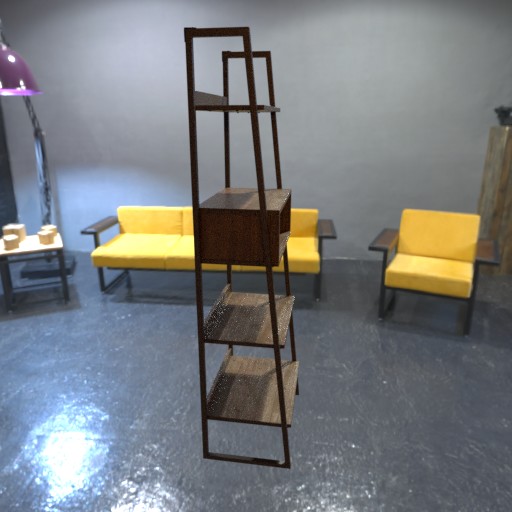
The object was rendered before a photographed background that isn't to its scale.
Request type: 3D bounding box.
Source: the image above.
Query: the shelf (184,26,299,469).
[{"bbox_3d":[0.000,0.000,2.257,0.454,2.005,0.652,3,17,9],"label":"shelf"}]
